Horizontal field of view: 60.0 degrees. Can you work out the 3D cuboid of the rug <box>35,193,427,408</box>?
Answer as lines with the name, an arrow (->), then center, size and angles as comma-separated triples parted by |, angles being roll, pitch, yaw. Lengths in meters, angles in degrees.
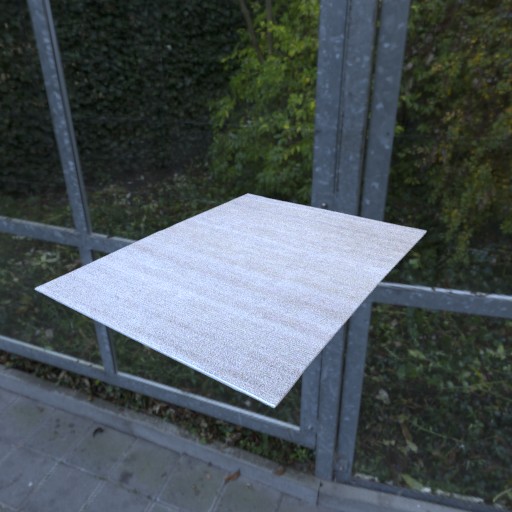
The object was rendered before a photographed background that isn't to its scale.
rug -> 0.000, 0.000, 4.421 | 2.467, 0.046, 3.245 | 17, 30, 30
